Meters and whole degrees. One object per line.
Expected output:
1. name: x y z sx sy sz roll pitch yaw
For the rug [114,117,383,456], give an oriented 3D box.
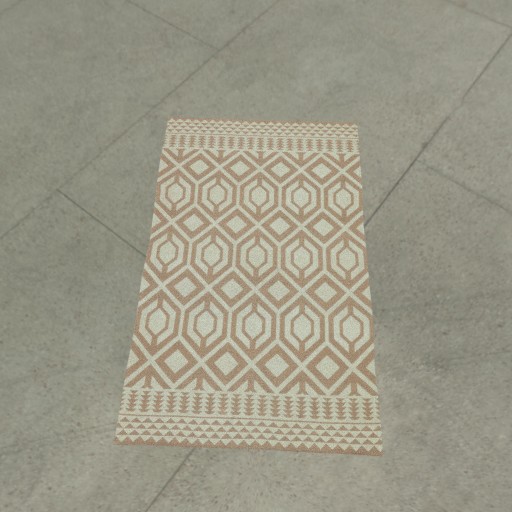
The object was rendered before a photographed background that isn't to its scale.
1. rug: 0.000 0.000 3.024 1.526 0.011 2.435 2 64 1
